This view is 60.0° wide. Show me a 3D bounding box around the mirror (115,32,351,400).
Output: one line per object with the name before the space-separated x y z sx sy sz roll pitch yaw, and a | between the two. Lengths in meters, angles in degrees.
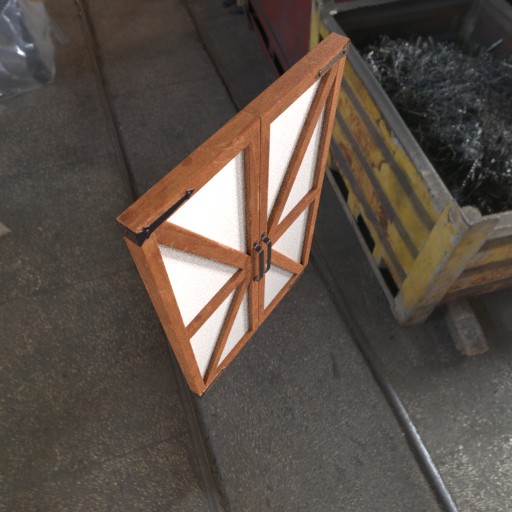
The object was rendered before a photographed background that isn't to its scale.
mirror | 0.000 0.000 0.973 0.053 0.761 0.517 32 63 19
